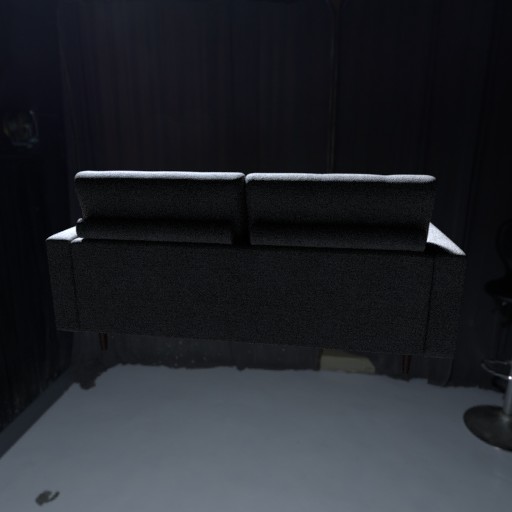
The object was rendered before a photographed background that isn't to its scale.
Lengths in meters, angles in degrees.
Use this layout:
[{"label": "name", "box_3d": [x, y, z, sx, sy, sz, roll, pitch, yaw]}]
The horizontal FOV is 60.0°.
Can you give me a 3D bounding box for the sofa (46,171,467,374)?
[{"label": "sofa", "box_3d": [0.000, 0.000, 2.308, 1.821, 0.902, 0.863, 2, 16, 9]}]
